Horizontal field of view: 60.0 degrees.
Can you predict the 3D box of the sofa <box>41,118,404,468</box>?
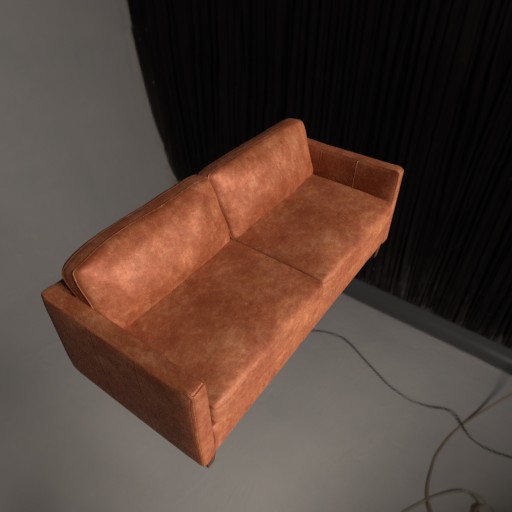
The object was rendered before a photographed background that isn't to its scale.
[{"bbox_3d":[0.000,0.000,2.468,0.923,0.863,1.971,25,47,26],"label":"sofa"}]
